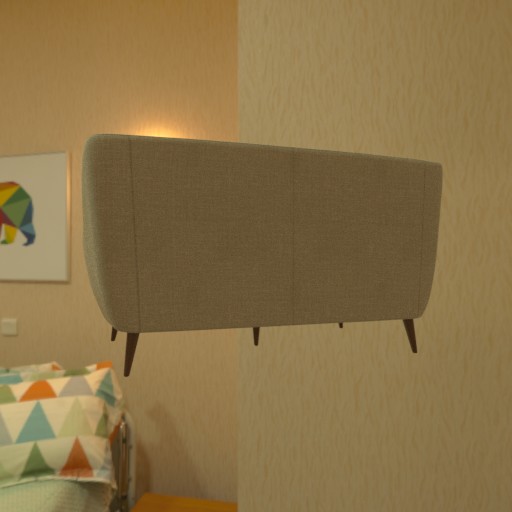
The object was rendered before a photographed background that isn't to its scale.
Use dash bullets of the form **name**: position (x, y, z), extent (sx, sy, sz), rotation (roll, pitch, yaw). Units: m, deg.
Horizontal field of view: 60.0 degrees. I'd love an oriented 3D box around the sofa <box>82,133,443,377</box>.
- **sofa**: position (0.000, 0.000, 2.212), extent (1.652, 0.888, 0.965), rotation (0, 0, -19)
